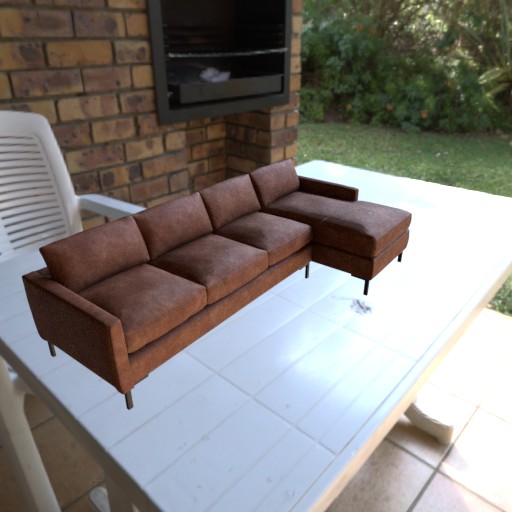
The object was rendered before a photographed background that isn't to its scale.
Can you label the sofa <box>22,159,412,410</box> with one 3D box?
[{"bbox_3d":[0.000,0.000,3.538,1.471,0.859,2.993,19,32,33],"label":"sofa"}]
